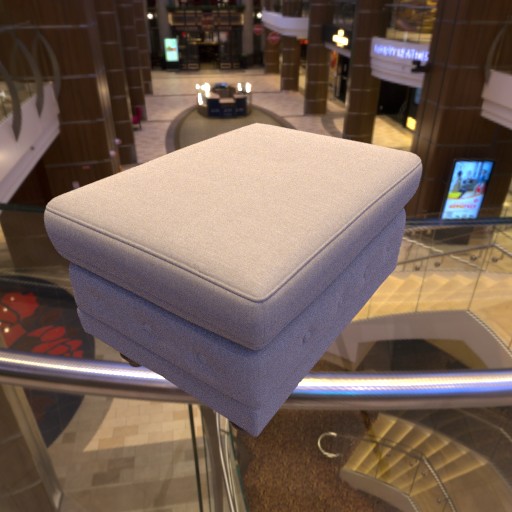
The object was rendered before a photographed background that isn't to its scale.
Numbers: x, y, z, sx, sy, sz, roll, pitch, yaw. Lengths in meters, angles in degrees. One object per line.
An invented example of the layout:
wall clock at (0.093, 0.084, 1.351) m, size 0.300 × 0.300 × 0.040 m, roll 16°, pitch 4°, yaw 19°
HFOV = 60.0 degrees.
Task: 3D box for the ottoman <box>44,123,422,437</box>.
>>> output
ottoman at (0.000, 0.000, 1.136) m, size 0.569 × 0.500 × 0.771 m, roll 20°, pitch 37°, yaw 30°
